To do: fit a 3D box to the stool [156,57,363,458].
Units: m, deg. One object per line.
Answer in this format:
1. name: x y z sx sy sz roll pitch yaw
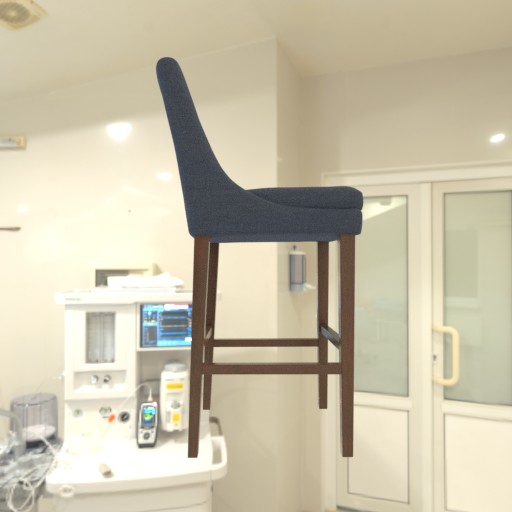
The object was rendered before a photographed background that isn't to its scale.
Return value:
1. stool: 0.000 0.000 1.392 0.577 1.078 0.470 0 -1 -1
